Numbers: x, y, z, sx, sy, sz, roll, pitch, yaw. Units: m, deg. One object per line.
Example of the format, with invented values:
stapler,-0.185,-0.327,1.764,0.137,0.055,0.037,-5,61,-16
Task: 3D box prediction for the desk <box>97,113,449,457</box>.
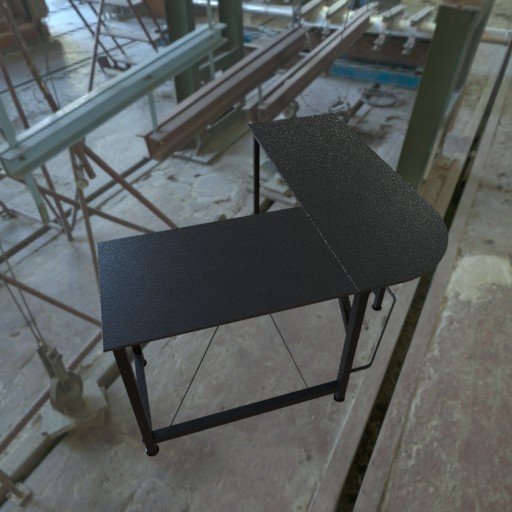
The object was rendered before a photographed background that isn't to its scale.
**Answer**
desk,0.000,0.000,2.255,1.400,0.762,1.400,-11,42,-13
